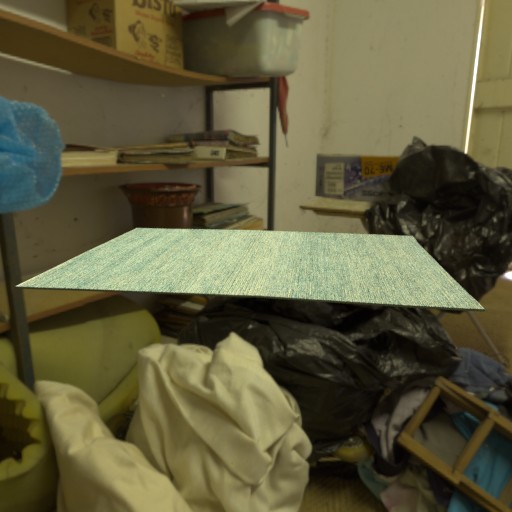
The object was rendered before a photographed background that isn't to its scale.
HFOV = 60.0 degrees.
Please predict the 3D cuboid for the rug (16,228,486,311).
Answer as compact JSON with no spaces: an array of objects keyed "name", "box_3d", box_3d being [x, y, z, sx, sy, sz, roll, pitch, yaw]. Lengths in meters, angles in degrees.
[{"name":"rug","box_3d":[0.000,0.000,5.124,4.078,0.052,2.802,2,15,8]}]
